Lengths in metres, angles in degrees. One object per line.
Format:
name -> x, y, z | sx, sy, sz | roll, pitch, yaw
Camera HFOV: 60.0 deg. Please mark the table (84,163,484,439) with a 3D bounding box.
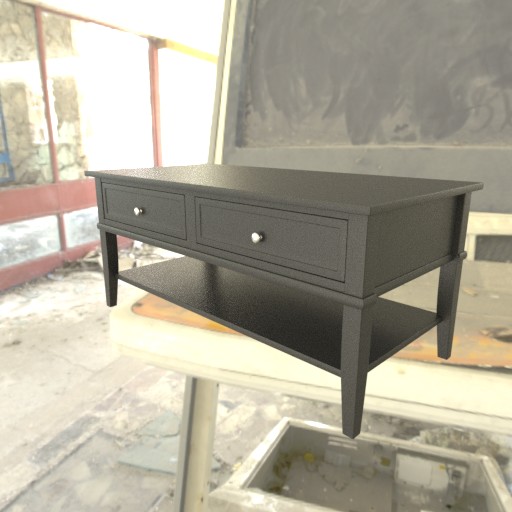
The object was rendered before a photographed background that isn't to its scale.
table -> 0.000, 0.000, 1.315 | 1.044, 0.470, 0.523 | 15, 21, 43
